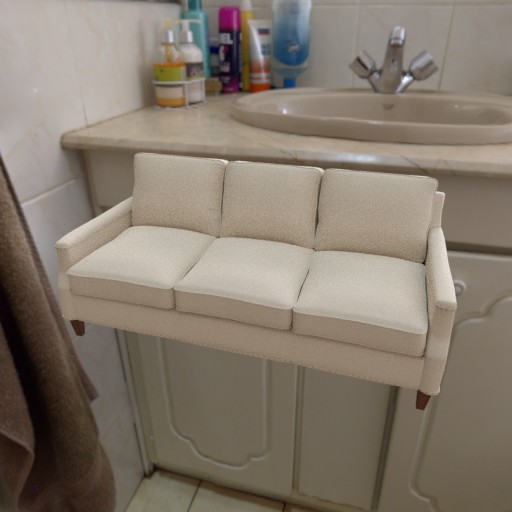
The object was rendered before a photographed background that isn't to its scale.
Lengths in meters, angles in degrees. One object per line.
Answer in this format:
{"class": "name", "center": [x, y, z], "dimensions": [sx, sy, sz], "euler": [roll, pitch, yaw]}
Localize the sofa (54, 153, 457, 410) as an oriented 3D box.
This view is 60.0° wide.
{"class": "sofa", "center": [0.000, 0.000, 2.786], "dimensions": [2.246, 1.003, 1.084], "euler": [8, 28, 15]}
